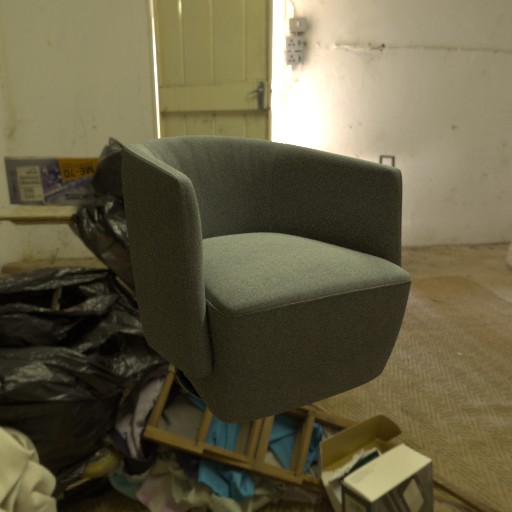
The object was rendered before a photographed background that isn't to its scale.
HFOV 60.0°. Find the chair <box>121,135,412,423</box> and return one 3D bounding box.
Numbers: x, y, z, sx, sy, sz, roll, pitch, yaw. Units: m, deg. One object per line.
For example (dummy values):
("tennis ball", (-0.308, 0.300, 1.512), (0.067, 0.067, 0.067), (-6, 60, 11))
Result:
("chair", (0.000, 0.000, 1.625), (0.822, 0.861, 0.986), (-8, 17, -28))
